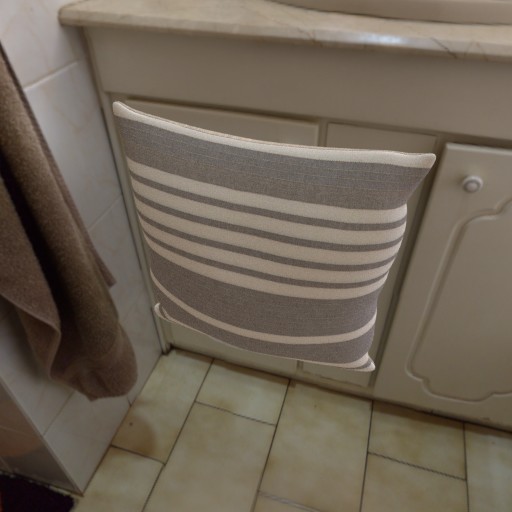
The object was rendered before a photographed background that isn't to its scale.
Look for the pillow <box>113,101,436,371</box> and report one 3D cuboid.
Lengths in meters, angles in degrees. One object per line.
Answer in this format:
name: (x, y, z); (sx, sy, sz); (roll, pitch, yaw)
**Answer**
pillow: (0.000, 0.000, 0.697); (0.439, 0.440, 0.182); (13, 42, 14)
